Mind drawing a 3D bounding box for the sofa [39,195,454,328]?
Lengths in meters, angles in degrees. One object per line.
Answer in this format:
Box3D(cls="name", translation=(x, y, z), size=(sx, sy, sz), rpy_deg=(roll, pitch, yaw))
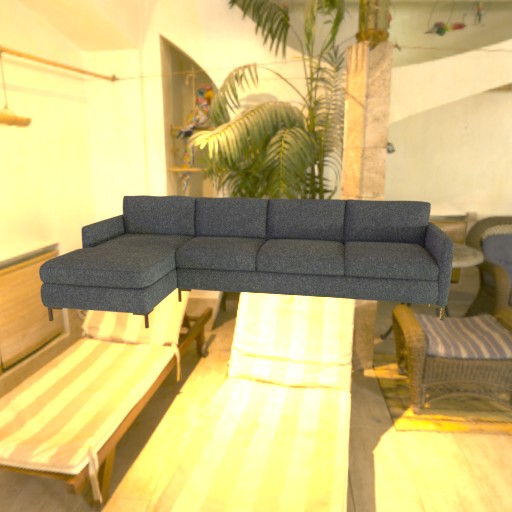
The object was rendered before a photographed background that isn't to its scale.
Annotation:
Box3D(cls="sofa", translation=(0.000, 0.000, 3.513), size=(2.932, 0.810, 1.350), rpy_deg=(3, 14, 10))
